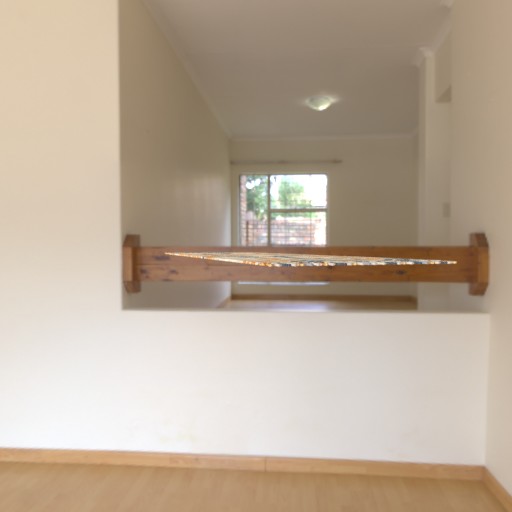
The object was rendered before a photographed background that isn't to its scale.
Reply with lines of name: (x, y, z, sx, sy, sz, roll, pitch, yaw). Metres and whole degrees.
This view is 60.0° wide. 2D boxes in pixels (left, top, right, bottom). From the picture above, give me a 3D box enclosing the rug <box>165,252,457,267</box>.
rug: (0.000, 0.000, 2.680, 0.783, 0.010, 2.437, 0, 1, -20)
